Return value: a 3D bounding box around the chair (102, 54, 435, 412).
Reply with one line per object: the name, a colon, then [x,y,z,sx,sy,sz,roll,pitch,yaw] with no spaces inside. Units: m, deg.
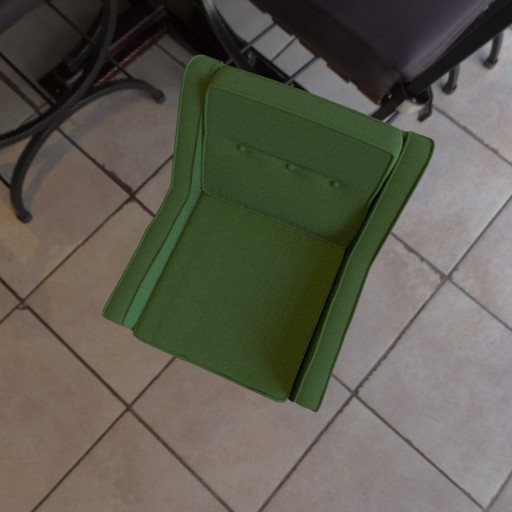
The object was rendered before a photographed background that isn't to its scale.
chair: [0.000,0.000,1.355,0.663,0.792,0.743,22,76,6]
